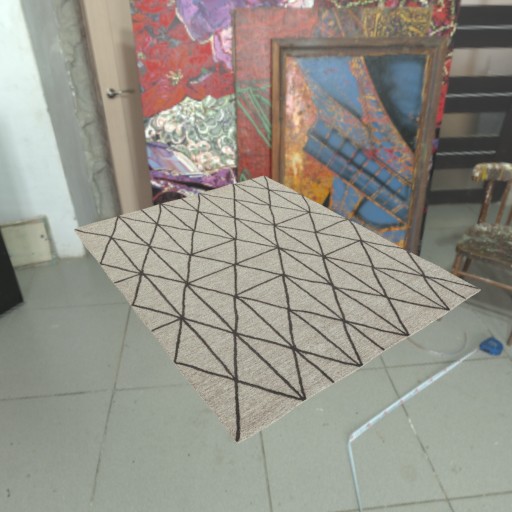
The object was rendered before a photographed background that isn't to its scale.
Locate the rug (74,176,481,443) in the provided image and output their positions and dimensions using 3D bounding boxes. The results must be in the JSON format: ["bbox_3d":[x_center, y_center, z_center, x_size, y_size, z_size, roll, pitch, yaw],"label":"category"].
[{"bbox_3d":[0.000,0.000,4.128,2.468,0.022,3.061,-21,38,-29],"label":"rug"}]
